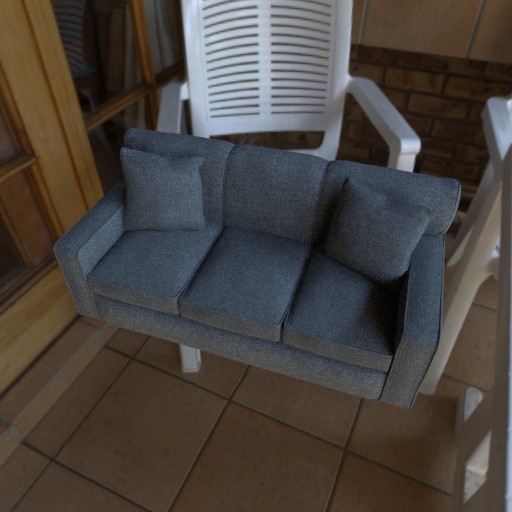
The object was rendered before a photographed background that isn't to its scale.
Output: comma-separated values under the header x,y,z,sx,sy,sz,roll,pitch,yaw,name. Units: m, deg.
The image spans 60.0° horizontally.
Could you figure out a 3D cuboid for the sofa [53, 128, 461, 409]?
x,y,z,sx,sy,sz,roll,pitch,yaw,name
0.000,0.000,2.570,2.024,0.958,0.997,13,44,14,sofa
